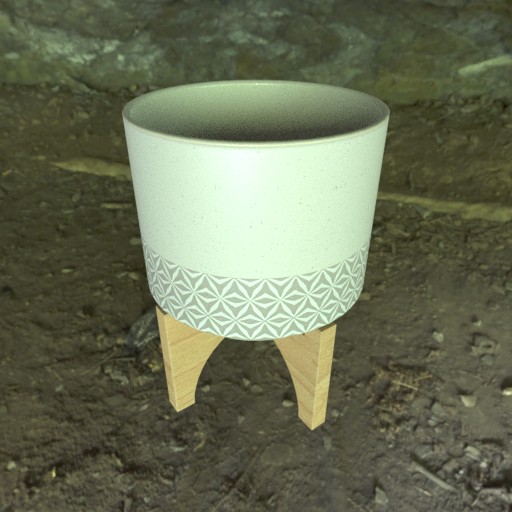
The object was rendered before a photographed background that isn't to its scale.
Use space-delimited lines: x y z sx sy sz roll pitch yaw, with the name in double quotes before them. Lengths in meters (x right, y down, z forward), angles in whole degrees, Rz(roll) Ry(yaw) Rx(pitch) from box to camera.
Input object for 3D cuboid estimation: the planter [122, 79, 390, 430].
"planter" 0.000 0.000 0.389 0.188 0.260 0.188 0 31 0
